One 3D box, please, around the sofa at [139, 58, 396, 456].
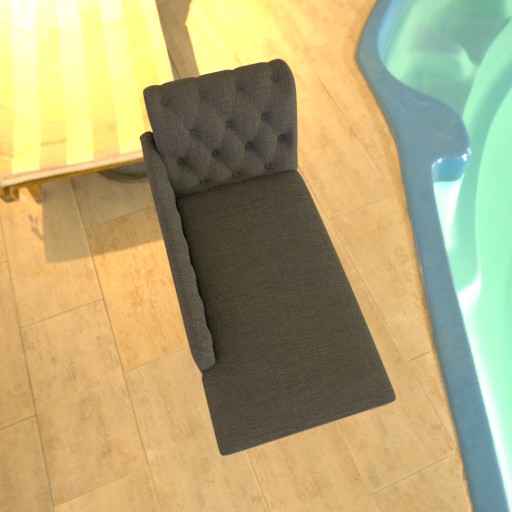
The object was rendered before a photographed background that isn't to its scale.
[{"bbox_3d":[0.000,0.000,1.825,0.675,0.787,1.379,-15,66,-7],"label":"sofa"}]
